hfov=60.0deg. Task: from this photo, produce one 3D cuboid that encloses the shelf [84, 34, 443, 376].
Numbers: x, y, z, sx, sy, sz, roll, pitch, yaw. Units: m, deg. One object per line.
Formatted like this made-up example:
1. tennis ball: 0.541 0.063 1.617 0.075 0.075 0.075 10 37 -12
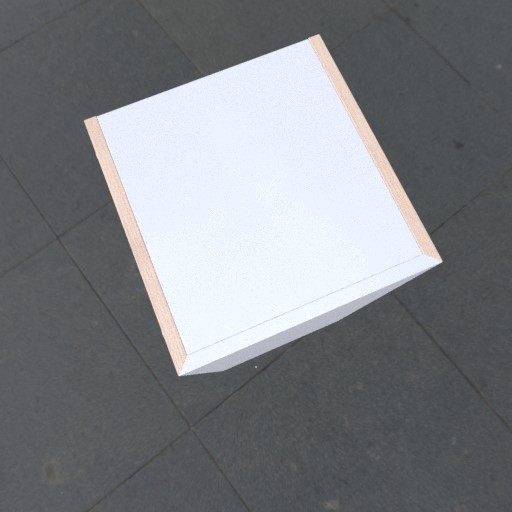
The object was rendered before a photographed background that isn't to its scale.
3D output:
1. shelf: 0.000 0.000 0.758 0.290 0.594 0.297 -22 77 -5
